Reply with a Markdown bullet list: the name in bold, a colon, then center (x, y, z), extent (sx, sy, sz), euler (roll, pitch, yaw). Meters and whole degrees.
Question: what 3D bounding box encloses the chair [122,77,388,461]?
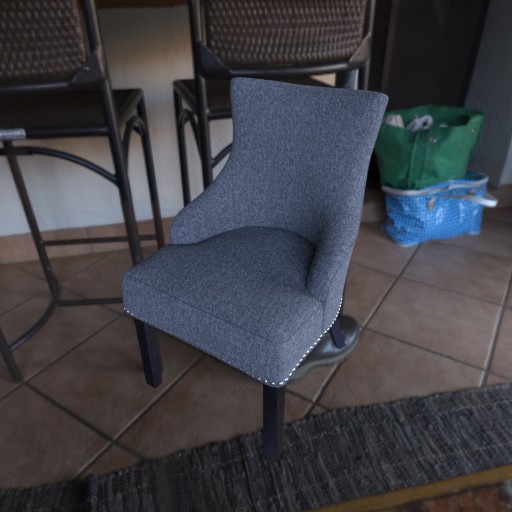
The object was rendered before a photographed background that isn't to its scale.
- **chair**: center (0.000, 0.000, 1.326), extent (0.566, 0.909, 0.629), euler (19, 35, 29)
